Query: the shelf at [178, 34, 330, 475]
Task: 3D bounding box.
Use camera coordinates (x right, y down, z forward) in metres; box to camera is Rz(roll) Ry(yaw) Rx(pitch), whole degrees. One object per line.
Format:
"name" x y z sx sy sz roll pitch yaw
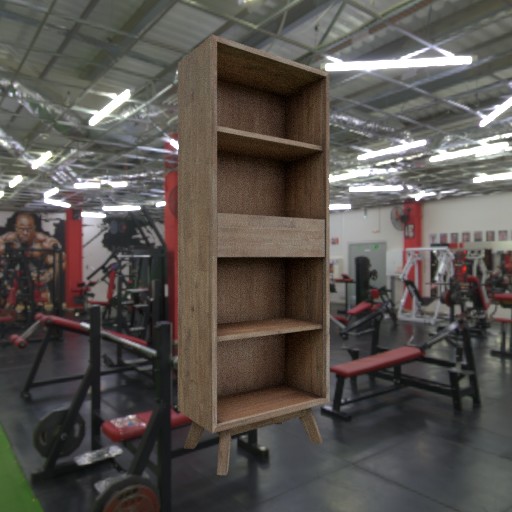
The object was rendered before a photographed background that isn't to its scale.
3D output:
"shelf" 0.000 0.000 1.581 0.491 1.342 0.267 0 0 -35
